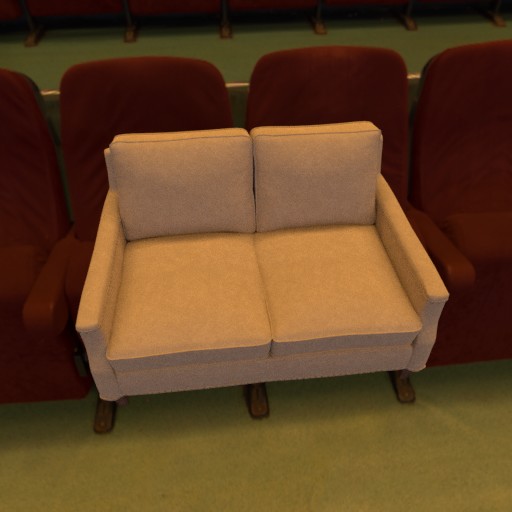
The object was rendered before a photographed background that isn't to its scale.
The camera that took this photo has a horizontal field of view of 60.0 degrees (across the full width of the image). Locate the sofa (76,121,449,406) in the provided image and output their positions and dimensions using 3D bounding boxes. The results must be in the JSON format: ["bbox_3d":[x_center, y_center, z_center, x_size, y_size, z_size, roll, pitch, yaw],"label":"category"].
[{"bbox_3d":[0.000,0.000,2.268,1.597,1.002,1.084,-4,45,-4],"label":"sofa"}]
